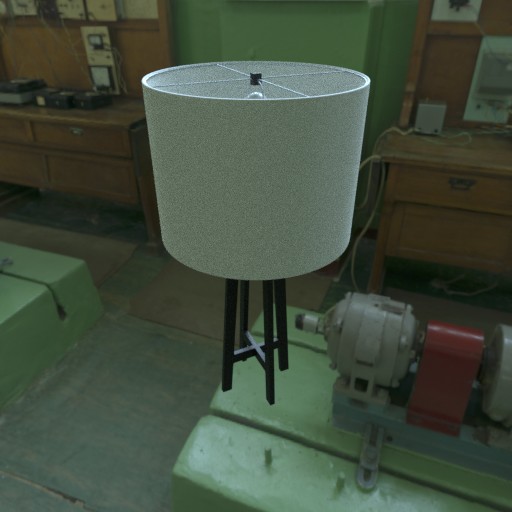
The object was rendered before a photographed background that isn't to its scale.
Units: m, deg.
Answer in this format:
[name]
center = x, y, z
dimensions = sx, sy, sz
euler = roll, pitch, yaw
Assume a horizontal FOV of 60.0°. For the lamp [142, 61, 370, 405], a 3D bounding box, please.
[lamp]
center = 0.000, 0.000, 0.634
dimensions = 0.257, 0.489, 0.257
euler = 10, 32, 17
